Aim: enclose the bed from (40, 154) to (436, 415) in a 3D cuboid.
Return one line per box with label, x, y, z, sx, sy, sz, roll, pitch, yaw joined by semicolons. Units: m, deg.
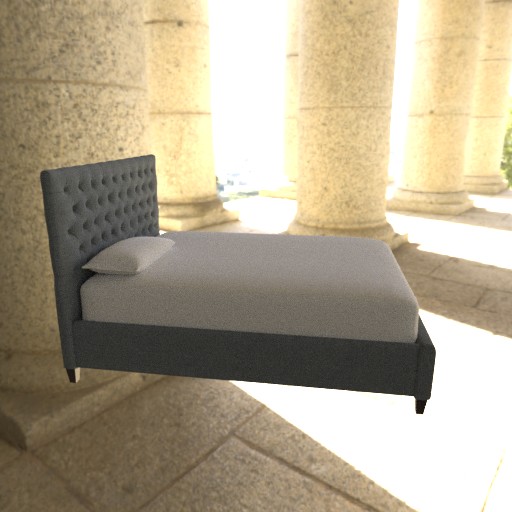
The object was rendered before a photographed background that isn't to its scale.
bed;0.000;0.000;3.393;2.335;1.411;1.698;3;16;9
